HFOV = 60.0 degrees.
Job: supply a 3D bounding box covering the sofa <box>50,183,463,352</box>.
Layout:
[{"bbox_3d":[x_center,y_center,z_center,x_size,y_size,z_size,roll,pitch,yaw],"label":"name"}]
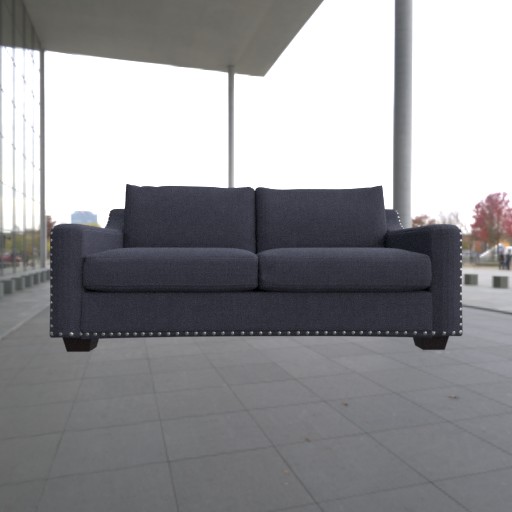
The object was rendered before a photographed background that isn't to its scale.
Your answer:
[{"bbox_3d":[0.000,0.000,3.339,2.550,1.196,1.336,0,0,-1],"label":"sofa"}]
